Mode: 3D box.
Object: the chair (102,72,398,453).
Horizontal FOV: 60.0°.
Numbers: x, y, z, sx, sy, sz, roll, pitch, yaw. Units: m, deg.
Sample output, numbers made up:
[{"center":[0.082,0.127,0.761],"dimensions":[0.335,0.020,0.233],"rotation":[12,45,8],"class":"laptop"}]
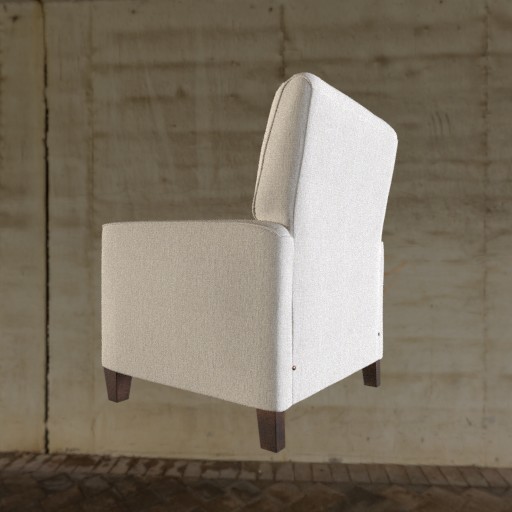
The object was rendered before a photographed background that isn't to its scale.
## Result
[{"center":[0.000,0.000,1.657],"dimensions":[0.858,1.028,0.841],"rotation":[0,0,36],"class":"chair"}]
